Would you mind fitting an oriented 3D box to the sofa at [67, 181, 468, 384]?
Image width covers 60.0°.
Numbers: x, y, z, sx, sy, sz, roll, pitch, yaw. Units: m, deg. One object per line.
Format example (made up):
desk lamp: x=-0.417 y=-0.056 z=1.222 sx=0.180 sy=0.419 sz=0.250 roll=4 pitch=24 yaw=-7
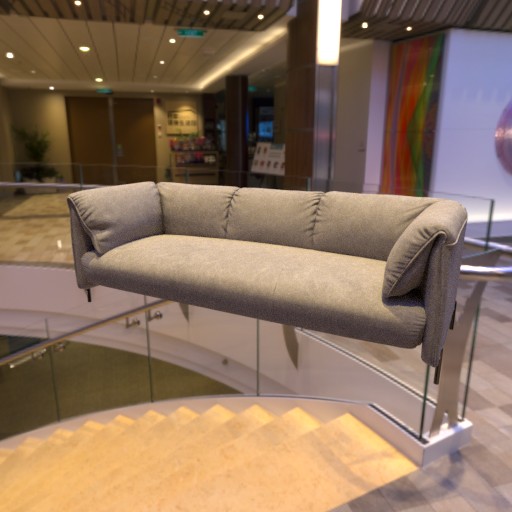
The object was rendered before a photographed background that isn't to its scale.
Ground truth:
sofa: x=0.000 y=0.000 z=2.673 sx=2.238 sy=0.758 sz=0.899 roll=8 pitch=17 yaw=27
